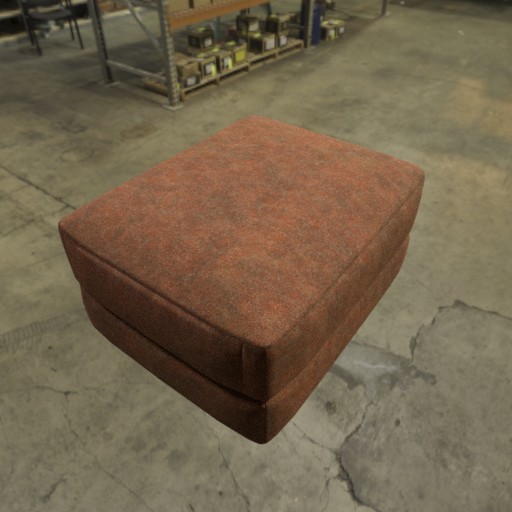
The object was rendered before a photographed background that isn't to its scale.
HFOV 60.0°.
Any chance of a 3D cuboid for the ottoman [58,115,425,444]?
[{"bbox_3d":[0.000,0.000,1.189,0.635,0.508,0.787,26,47,27],"label":"ottoman"}]
